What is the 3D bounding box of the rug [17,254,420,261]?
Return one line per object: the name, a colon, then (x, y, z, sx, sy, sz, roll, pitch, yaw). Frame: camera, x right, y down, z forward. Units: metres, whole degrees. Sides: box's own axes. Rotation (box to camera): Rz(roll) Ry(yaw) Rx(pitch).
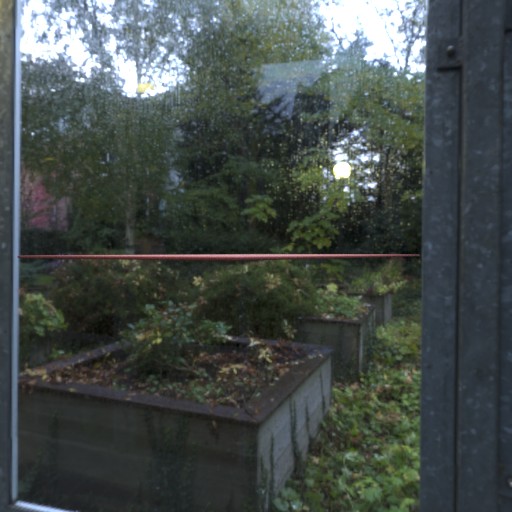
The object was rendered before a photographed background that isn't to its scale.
rug: (0.000, 0.000, 3.012, 1.524, 0.014, 2.438, 0, 1, 35)
